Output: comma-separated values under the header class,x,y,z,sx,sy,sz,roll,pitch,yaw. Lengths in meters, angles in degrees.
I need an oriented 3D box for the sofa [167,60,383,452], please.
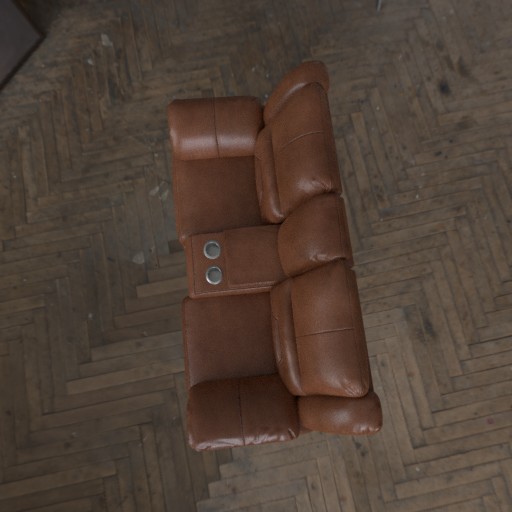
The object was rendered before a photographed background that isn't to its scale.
class,x,y,z,sx,sy,sz,roll,pitch,yaw
sofa,0.000,0.000,2.620,0.991,1.043,2.058,-6,77,-1
